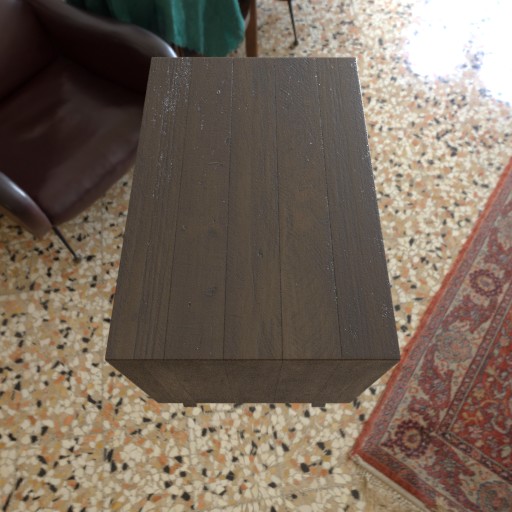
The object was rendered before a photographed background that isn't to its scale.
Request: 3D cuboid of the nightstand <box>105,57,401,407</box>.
[{"bbox_3d":[0.000,0.000,1.066,0.450,0.599,0.650,0,63,0],"label":"nightstand"}]
